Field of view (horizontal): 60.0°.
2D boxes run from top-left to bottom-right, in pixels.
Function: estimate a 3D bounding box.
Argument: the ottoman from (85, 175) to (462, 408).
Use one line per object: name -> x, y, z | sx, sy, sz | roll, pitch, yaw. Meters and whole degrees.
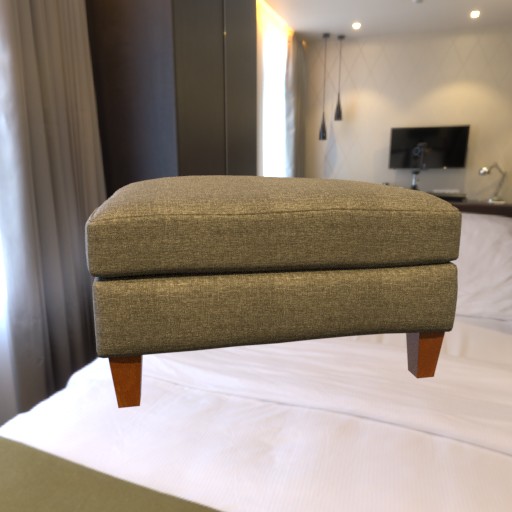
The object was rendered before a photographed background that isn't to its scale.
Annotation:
ottoman -> 0.000, 0.000, 1.350 | 0.838, 0.481, 0.838 | -2, 13, -10
